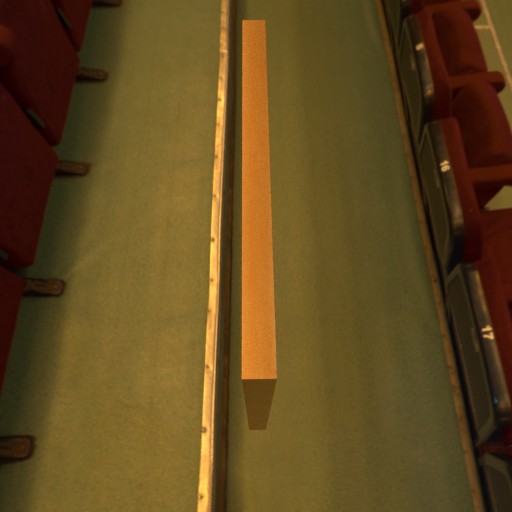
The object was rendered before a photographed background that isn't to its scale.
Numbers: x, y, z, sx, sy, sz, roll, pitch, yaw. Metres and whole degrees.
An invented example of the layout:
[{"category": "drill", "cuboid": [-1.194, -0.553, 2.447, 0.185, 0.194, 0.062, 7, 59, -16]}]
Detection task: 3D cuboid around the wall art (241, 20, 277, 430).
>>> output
[{"category": "wall art", "cuboid": [0.000, 0.000, 0.756, 0.033, 0.509, 0.510, -1, 64, 0]}]
